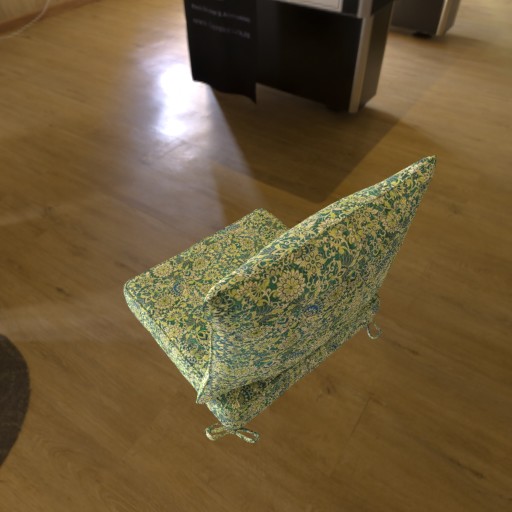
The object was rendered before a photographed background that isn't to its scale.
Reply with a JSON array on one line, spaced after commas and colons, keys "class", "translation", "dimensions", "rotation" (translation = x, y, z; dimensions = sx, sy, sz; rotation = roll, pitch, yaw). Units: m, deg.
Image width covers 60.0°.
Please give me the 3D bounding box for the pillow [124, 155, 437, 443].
[{"class": "pillow", "translation": [0.000, 0.000, 1.407], "dimensions": [0.798, 0.722, 0.740], "rotation": [-32, 54, -26]}]
